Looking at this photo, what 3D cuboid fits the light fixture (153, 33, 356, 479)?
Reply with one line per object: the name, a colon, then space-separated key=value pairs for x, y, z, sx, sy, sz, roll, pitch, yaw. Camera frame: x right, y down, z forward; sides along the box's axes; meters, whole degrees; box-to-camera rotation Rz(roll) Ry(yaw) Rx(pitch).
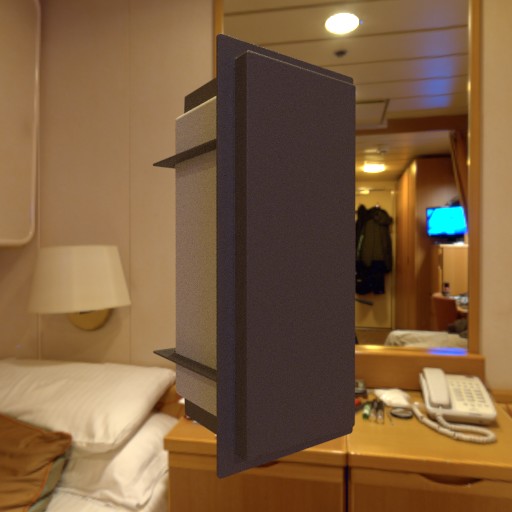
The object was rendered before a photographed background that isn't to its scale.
light fixture: x=0.000 y=0.000 z=0.434 sx=0.153 sy=0.347 sz=0.146 roll=0 pitch=1 yaw=-36
